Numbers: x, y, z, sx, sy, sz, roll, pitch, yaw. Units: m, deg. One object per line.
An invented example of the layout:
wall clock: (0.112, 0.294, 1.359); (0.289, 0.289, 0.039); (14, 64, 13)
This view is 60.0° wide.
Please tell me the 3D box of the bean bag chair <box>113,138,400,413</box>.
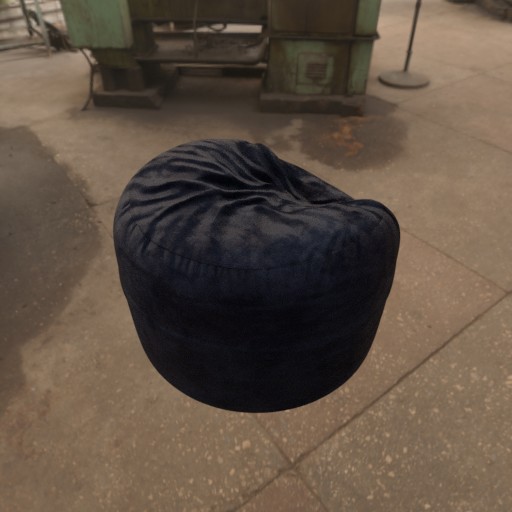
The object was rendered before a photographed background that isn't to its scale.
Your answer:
bean bag chair: (0.000, 0.000, 1.538); (0.918, 0.616, 0.918); (0, 40, 0)
